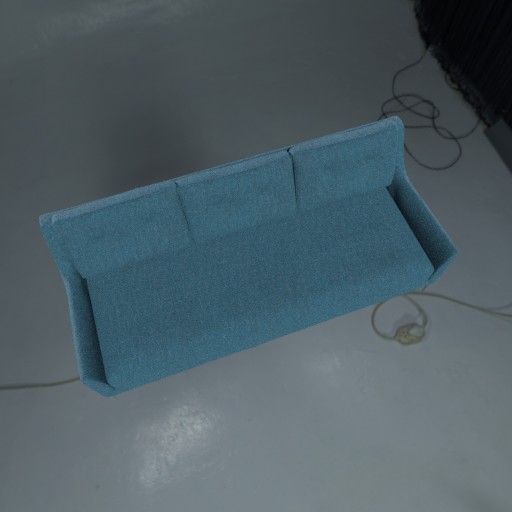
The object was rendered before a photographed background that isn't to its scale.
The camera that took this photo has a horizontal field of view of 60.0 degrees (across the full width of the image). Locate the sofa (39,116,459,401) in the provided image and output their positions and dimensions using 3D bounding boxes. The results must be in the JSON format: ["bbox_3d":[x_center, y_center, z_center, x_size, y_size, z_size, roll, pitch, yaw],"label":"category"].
[{"bbox_3d":[0.000,0.000,2.504,2.060,0.837,0.849,-18,64,-9],"label":"sofa"}]
